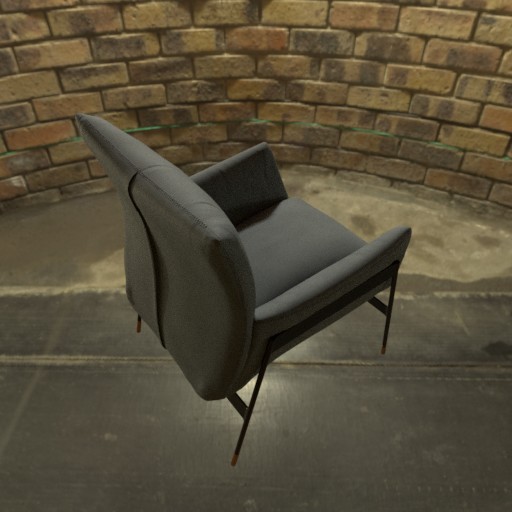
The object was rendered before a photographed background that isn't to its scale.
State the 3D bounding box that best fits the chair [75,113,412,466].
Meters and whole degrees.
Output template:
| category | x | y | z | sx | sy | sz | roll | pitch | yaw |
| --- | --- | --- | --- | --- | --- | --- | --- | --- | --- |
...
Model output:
| category | x | y | z | sx | sy | sz | roll | pitch | yaw |
| --- | --- | --- | --- | --- | --- | --- | --- | --- | --- |
| chair | 0.000 | 0.000 | 1.368 | 0.709 | 0.858 | 0.678 | -26 | 47 | -27 |
